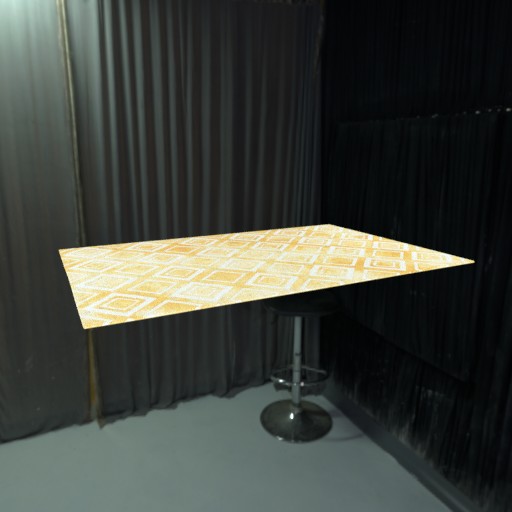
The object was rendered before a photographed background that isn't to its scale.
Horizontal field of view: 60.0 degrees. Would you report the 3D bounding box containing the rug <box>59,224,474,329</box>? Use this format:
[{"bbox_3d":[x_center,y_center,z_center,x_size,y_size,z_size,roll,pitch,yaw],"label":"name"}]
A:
[{"bbox_3d":[0.000,0.000,2.315,1.829,0.010,1.213,-7,15,-26],"label":"rug"}]
